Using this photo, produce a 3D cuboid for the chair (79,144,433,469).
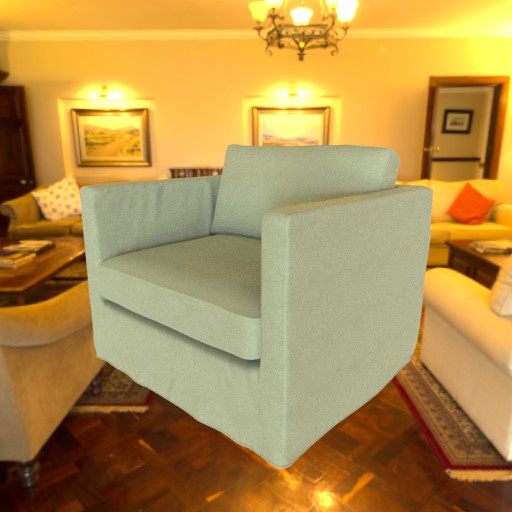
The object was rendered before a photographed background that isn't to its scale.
[{"bbox_3d":[0.000,0.000,1.769,1.057,0.863,0.949,13,19,40],"label":"chair"}]
